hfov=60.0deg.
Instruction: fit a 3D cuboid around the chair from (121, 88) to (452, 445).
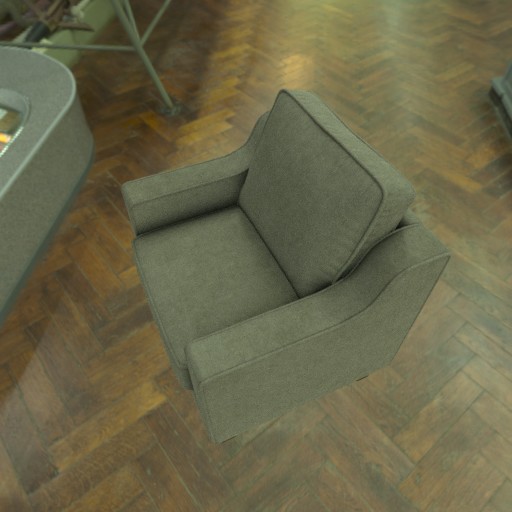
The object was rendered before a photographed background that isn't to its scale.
[{"bbox_3d":[0.000,0.000,1.653,0.840,0.944,0.926,-19,51,-16],"label":"chair"}]
